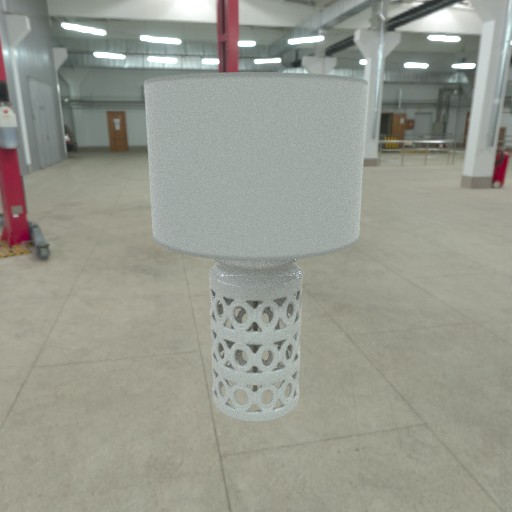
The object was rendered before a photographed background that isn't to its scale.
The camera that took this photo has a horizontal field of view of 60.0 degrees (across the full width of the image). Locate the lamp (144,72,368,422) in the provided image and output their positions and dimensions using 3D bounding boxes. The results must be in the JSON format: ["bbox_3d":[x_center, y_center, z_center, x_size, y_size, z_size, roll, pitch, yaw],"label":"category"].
[{"bbox_3d":[0.000,0.000,0.693,0.310,0.502,0.310,0,17,0],"label":"lamp"}]
